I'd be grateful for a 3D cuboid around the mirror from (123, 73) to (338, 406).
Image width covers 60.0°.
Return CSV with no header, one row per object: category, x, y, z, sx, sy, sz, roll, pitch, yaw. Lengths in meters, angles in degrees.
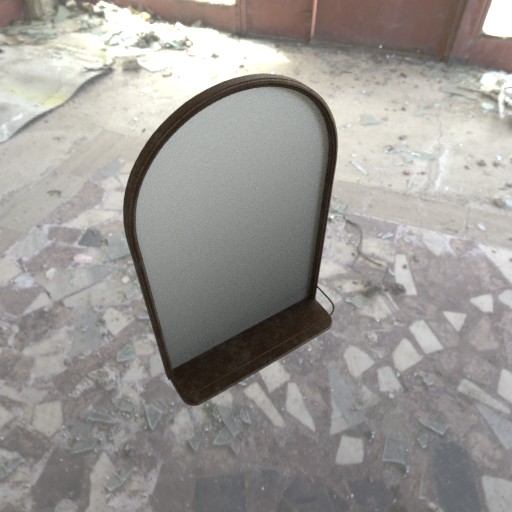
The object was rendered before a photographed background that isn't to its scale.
mirror,0.000,0.000,1.003,0.510,0.770,0.137,-25,51,-22
